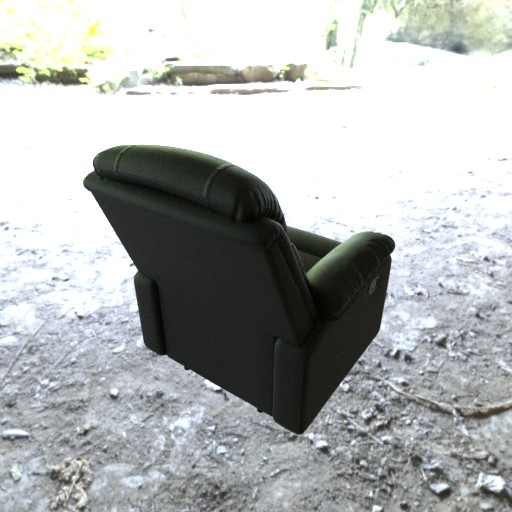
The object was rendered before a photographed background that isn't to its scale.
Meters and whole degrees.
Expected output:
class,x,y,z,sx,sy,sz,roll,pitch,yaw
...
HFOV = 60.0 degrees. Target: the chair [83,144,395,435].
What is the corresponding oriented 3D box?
class,x,y,z,sx,sy,sz,roll,pitch,yaw
chair,0.000,0.000,1.696,0.855,0.992,0.919,20,35,31
